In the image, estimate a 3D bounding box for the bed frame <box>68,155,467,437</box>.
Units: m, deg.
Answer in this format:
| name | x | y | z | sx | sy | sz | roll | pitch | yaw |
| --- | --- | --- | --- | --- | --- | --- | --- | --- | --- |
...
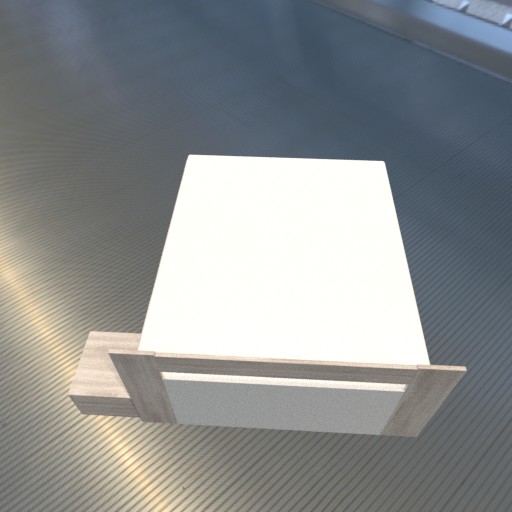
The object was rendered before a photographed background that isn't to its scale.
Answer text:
| name | x | y | z | sx | sy | sz | roll | pitch | yaw |
| --- | --- | --- | --- | --- | --- | --- | --- | --- | --- |
| bed frame | 0.000 | 0.000 | 3.059 | 2.040 | 0.860 | 2.050 | 2 | 49 | 2 |
